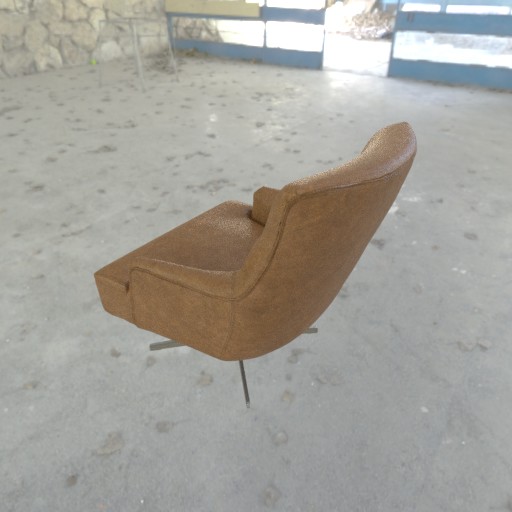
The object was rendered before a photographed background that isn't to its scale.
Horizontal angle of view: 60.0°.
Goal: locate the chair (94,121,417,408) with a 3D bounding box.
[{"bbox_3d":[0.000,0.000,1.492,0.874,0.869,0.729,21,37,30],"label":"chair"}]
